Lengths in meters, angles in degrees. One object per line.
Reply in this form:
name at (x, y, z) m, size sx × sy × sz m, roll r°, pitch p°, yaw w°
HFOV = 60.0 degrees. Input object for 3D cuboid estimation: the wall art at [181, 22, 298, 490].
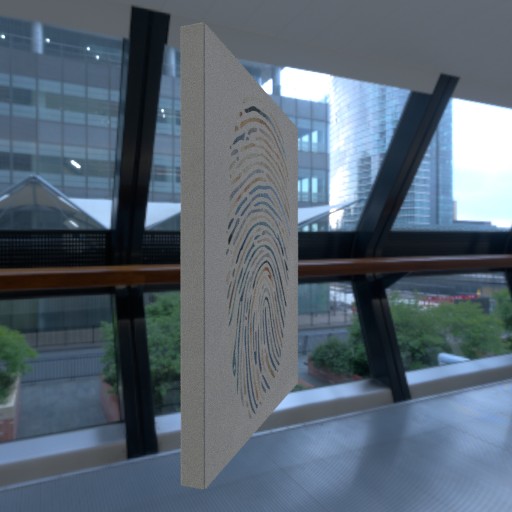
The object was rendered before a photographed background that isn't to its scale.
wall art at (0.000, 0.000, 0.819) m, size 0.037 × 0.606 × 0.508 m, roll 0°, pitch 0°, yaw 19°
